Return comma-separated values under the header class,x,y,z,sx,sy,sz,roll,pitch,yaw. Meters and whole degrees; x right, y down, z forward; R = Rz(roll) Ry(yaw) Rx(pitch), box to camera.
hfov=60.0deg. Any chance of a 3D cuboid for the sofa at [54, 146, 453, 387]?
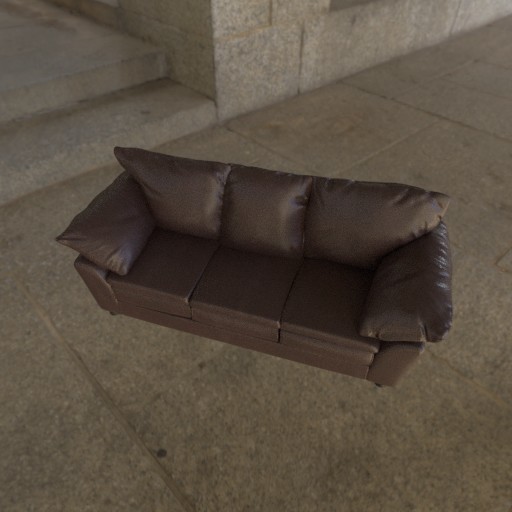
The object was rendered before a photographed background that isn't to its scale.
class,x,y,z,sx,sy,sz,roll,pitch,yaw
sofa,0.000,0.000,2.923,2.390,1.091,0.907,12,43,13
